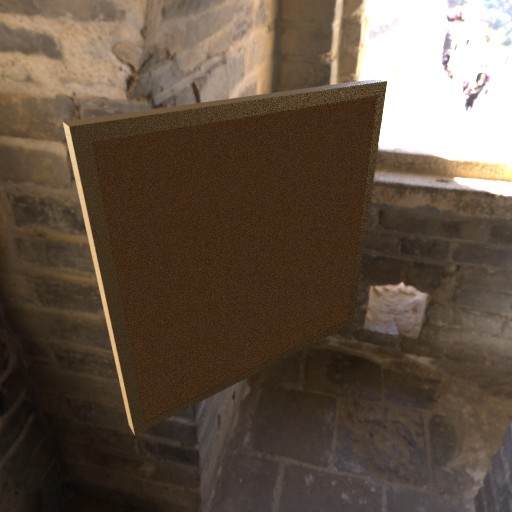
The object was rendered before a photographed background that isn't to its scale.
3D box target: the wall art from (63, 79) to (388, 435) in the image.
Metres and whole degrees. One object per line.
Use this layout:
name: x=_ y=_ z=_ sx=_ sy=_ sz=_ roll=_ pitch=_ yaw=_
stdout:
wall art: x=0.000 y=0.000 z=2.807 sx=1.926 sy=1.926 sz=0.099 roll=-20 pitch=36 yaw=-29
